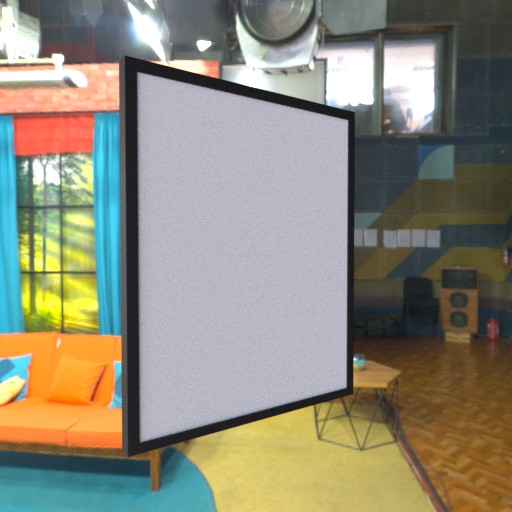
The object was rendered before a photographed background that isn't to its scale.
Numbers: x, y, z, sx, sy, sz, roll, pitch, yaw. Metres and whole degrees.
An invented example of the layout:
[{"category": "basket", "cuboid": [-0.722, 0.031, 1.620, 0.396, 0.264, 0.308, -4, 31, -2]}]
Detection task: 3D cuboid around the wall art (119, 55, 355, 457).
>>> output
[{"category": "wall art", "cuboid": [0.000, 0.000, 0.538, 0.325, 0.397, 0.018, -1, 2, -35]}]
